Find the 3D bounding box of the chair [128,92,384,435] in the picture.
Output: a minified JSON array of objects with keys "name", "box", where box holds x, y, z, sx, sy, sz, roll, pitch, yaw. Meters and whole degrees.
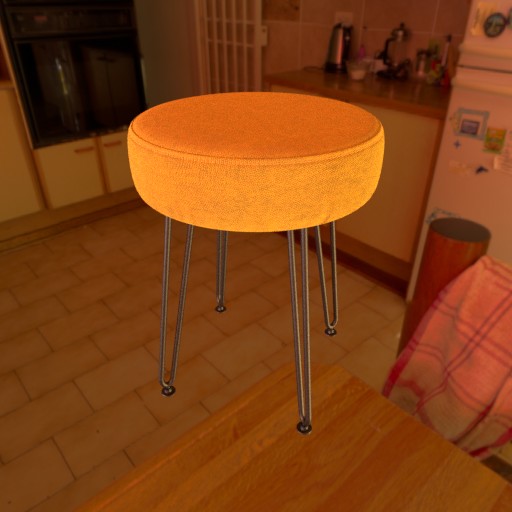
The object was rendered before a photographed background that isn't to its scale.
[{"name":"chair","box":[0.000,0.000,0.712,0.345,0.455,0.345,10,33,15]}]
